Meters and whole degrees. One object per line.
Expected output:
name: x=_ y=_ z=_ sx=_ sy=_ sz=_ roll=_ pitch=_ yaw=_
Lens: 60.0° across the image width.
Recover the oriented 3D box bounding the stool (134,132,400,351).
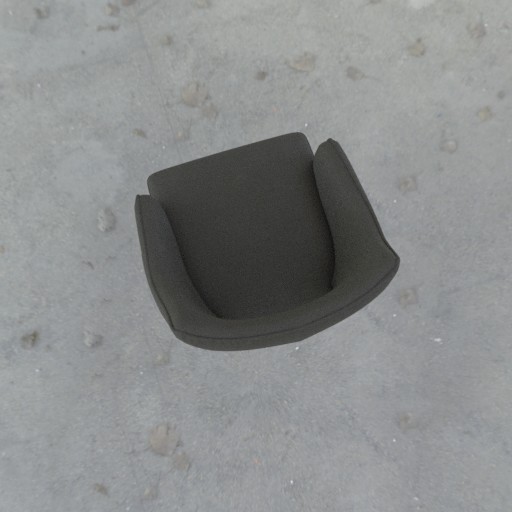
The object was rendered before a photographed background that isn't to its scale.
stool: x=0.000 y=0.000 z=1.271 sx=0.548 sy=0.912 sz=0.558 roll=-17 pitch=76 yaw=-4
